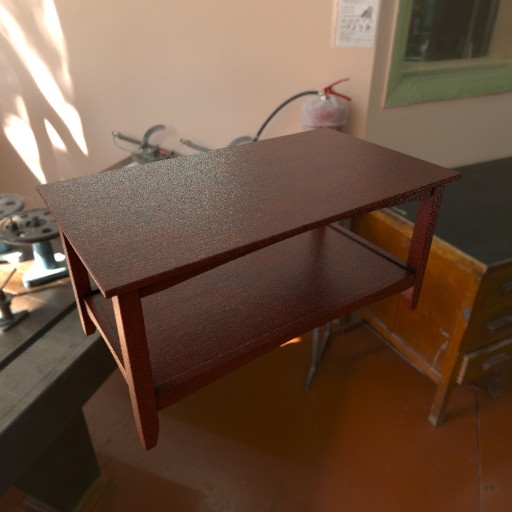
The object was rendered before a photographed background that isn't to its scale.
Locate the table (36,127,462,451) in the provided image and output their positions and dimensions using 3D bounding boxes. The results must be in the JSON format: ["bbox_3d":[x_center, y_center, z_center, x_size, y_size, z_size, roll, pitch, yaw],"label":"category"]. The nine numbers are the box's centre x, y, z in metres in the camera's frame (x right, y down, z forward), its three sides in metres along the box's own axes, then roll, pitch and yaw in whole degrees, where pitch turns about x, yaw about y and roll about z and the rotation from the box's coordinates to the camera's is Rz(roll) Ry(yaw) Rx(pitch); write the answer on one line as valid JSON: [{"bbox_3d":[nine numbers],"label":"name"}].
[{"bbox_3d":[0.000,0.000,1.239,0.943,0.456,0.533,-19,36,-28],"label":"table"}]
